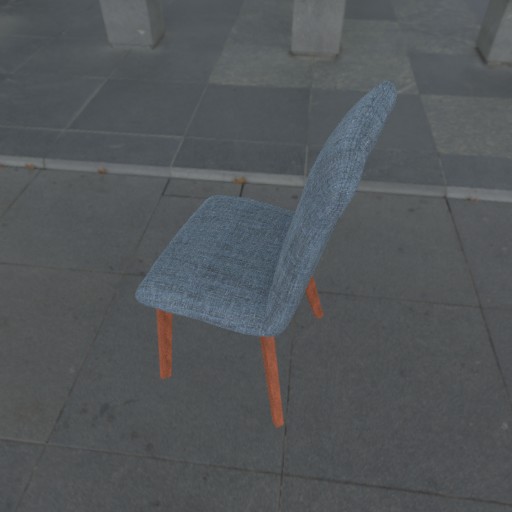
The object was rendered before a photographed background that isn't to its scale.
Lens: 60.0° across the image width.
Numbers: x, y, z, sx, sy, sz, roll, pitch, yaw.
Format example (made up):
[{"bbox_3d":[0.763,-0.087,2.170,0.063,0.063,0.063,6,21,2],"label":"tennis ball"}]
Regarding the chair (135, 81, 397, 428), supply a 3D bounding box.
[{"bbox_3d":[0.000,0.000,1.317,0.563,0.974,0.522,16,47,15],"label":"chair"}]
